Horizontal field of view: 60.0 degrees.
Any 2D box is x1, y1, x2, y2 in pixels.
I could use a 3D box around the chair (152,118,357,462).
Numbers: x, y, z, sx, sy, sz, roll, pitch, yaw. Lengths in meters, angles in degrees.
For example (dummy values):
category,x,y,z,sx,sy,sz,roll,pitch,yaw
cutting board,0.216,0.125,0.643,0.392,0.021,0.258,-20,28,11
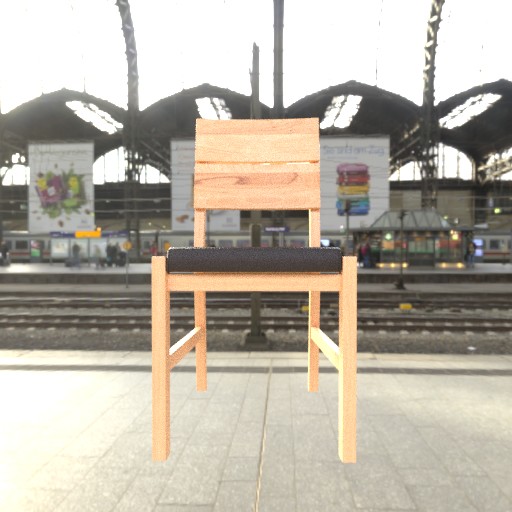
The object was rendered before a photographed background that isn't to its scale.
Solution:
category,x,y,z,sx,sy,sz,roll,pitch,yaw
chair,0.000,0.000,1.295,0.475,0.950,0.560,0,1,1
